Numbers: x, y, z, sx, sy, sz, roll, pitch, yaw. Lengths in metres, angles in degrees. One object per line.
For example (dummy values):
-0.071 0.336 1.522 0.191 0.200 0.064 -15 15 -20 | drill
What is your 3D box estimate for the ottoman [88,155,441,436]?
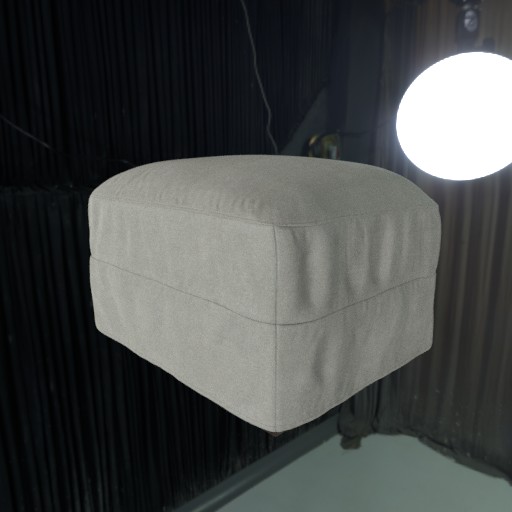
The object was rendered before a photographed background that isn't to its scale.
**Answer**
0.000 0.000 1.080 0.584 0.480 0.712 -12 18 -43 | ottoman
